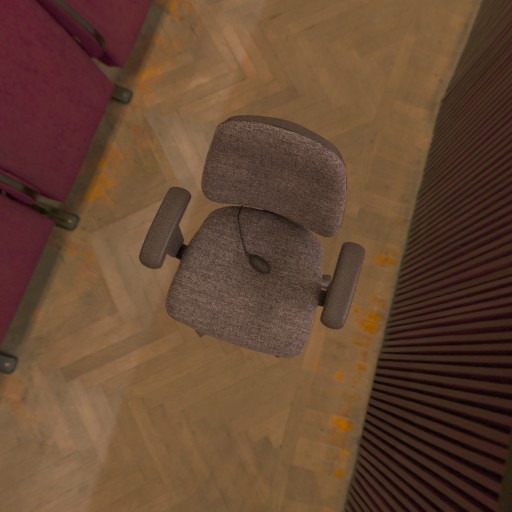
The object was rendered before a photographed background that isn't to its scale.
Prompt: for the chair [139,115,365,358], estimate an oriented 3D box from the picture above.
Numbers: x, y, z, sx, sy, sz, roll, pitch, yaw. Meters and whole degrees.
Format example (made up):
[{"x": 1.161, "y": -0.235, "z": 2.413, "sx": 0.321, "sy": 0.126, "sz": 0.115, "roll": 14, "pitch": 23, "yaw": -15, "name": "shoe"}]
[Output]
[{"x": 0.000, "y": 0.000, "z": 1.258, "sx": 0.550, "sy": 0.910, "sz": 0.530, "roll": 18, "pitch": 78, "yaw": 4, "name": "chair"}]
